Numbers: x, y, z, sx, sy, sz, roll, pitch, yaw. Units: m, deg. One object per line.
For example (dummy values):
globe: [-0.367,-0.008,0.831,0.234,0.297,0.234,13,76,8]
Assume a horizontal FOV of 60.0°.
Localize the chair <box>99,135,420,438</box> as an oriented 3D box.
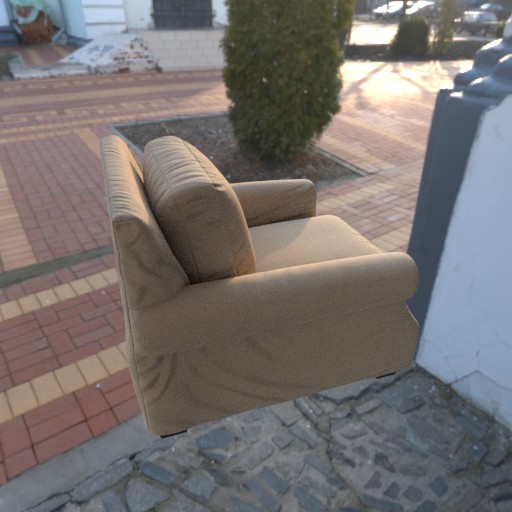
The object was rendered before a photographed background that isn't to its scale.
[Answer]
chair: [0.000,0.000,1.735,1.066,0.866,0.940,-10,31,-17]
